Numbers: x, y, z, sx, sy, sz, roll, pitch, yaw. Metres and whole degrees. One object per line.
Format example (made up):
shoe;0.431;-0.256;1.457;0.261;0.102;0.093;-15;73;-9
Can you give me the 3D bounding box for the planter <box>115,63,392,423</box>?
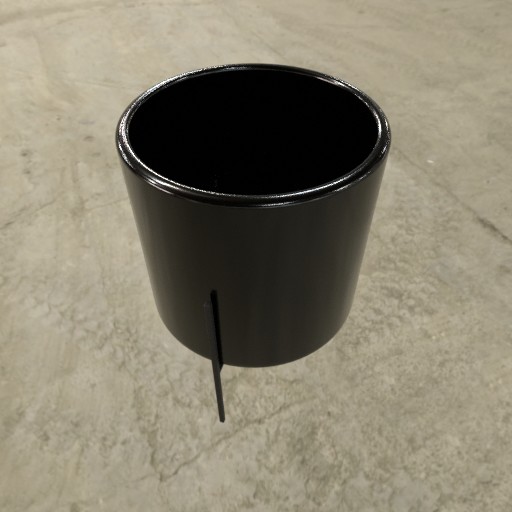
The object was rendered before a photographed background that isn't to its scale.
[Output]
planter;0.000;0.000;0.640;0.310;0.432;0.310;2;46;2
